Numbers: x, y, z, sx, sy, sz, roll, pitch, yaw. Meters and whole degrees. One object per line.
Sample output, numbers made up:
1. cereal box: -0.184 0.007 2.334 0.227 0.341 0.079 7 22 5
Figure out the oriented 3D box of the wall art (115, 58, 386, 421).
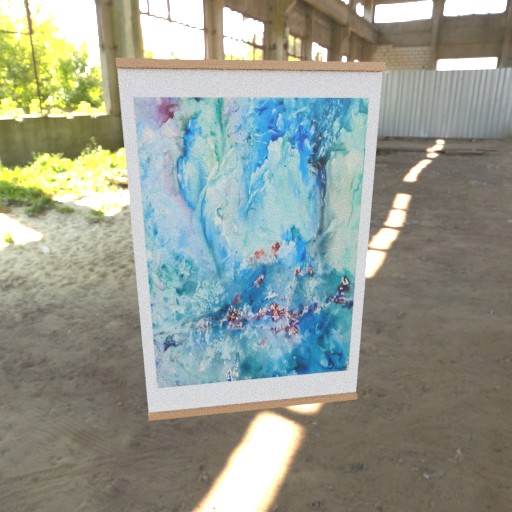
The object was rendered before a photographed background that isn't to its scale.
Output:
1. wall art: 0.000 0.000 1.260 0.669 1.020 0.027 -3 19 -9
